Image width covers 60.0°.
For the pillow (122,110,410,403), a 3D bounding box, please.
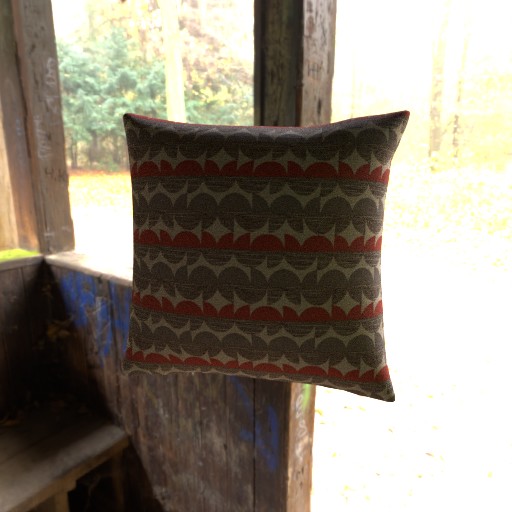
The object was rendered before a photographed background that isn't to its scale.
[{"bbox_3d":[0.000,0.000,0.655,0.420,0.410,0.180,2,15,8],"label":"pillow"}]
